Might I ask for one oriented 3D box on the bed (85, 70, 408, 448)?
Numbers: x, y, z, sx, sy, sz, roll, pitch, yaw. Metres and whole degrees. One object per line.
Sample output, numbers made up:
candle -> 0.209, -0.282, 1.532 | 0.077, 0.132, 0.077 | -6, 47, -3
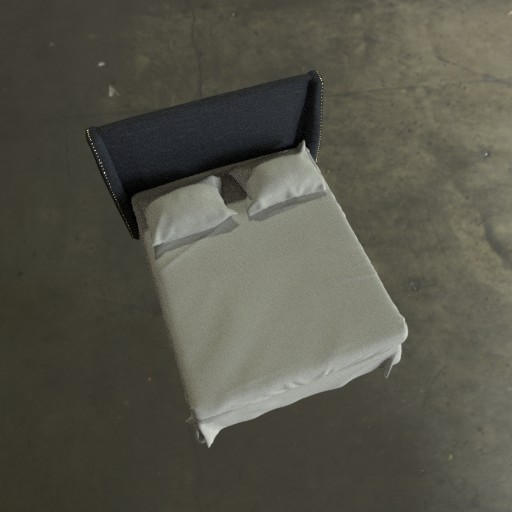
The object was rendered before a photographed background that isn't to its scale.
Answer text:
bed -> 0.000, 0.000, 3.523 | 1.925, 1.332, 2.276 | -18, 63, -10
